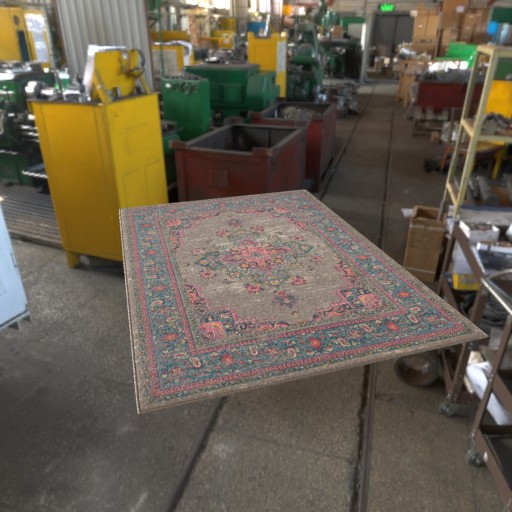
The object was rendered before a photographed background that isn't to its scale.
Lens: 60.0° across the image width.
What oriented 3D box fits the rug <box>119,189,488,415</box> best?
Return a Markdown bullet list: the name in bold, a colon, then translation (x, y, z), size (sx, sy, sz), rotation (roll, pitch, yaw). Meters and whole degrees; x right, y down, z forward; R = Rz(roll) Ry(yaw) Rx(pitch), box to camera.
- **rug**: translation (0.000, 0.000, 2.808), size (1.609, 0.013, 2.214), rotation (-8, 28, -15)
